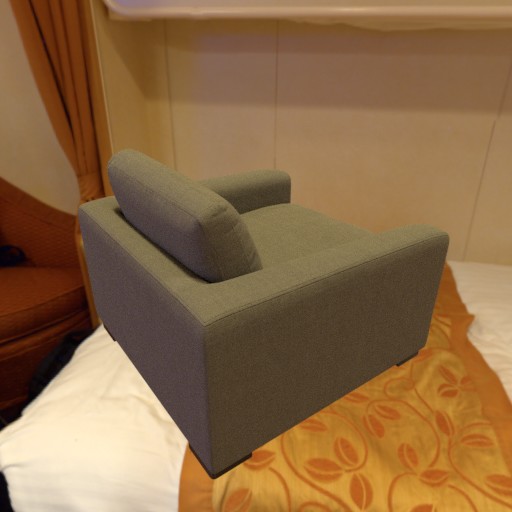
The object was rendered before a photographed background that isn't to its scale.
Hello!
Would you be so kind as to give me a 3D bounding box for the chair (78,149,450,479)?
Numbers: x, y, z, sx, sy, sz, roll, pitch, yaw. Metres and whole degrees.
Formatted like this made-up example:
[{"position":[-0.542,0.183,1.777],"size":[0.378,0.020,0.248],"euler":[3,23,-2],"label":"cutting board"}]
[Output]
[{"position":[0.000,0.000,1.840],"size":[1.100,0.847,1.070],"euler":[-18,32,-32],"label":"chair"}]
